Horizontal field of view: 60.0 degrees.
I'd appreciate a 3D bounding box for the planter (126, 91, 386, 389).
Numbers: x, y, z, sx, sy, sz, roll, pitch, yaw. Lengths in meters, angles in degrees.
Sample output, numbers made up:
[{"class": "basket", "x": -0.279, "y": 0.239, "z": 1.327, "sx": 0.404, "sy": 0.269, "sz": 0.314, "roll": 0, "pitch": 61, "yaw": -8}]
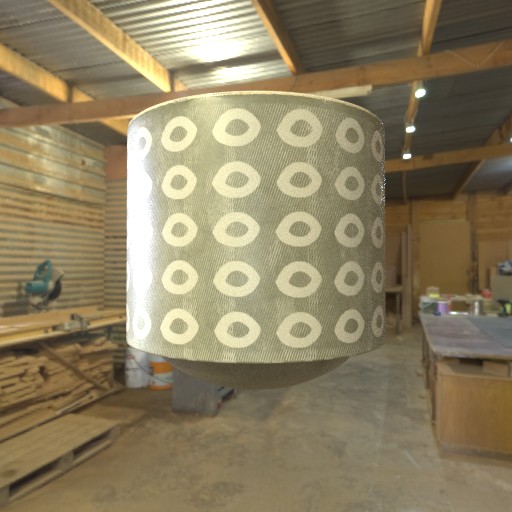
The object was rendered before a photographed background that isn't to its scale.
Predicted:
[{"class": "planter", "x": 0.000, "y": 0.000, "z": 0.447, "sx": 0.250, "sy": 0.239, "sz": 0.250, "roll": 0, "pitch": -1, "yaw": 0}]
